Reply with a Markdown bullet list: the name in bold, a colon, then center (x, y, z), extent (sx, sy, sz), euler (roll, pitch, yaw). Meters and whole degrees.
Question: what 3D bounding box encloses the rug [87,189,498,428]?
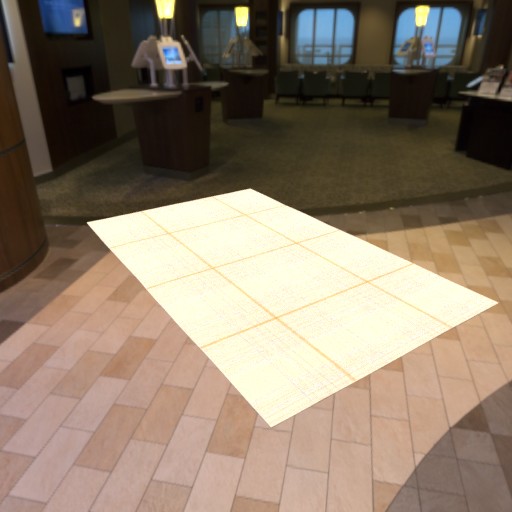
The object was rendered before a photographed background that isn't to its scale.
- **rug**: center (0.000, 0.000, 2.926), extent (1.527, 0.016, 2.442), euler (-17, 31, -30)
